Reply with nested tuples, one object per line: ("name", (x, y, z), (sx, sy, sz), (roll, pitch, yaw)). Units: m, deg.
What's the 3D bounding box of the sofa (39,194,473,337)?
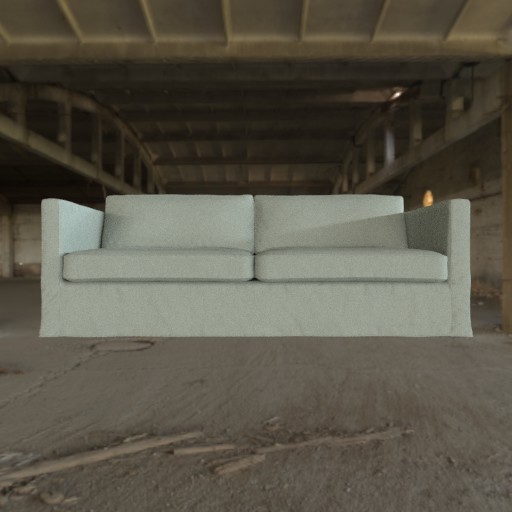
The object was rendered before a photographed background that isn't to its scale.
("sofa", (0.000, 0.000, 2.782), (2.312, 0.853, 0.962), (0, 0, 0))
